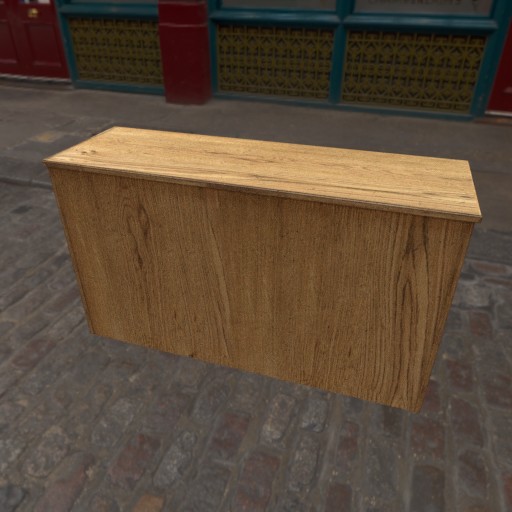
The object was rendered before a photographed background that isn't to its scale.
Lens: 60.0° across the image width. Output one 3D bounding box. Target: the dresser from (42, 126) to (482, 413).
[{"bbox_3d":[0.000,0.000,2.060,1.657,0.932,0.563,10,33,15],"label":"dresser"}]
